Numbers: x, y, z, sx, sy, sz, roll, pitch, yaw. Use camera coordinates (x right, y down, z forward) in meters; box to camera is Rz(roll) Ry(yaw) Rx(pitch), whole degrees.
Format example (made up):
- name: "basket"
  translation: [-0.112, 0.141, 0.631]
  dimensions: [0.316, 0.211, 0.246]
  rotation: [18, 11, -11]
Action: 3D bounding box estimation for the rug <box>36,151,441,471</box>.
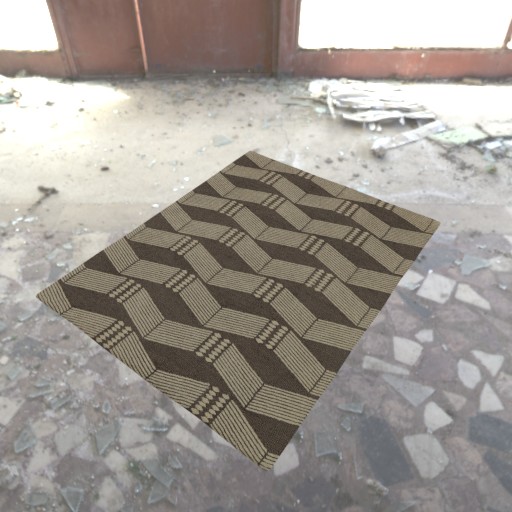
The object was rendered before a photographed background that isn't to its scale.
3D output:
- name: "rug"
  translation: [0.000, 0.000, 4.136]
  dimensions: [2.438, 0.016, 3.048]
  rotation: [27, 49, 26]
